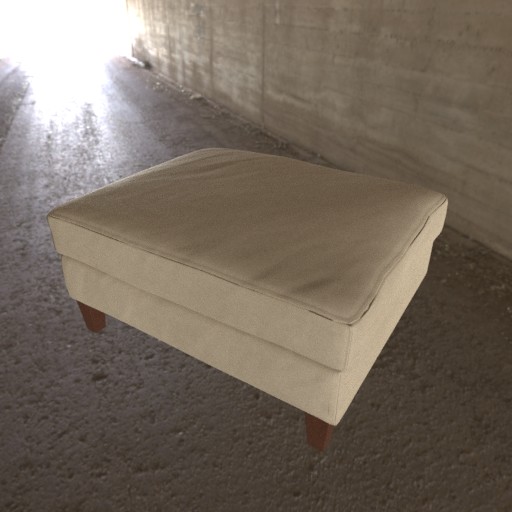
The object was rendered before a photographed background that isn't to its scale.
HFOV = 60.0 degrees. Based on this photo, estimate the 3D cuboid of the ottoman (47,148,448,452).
[{"bbox_3d":[0.000,0.000,1.482,1.002,0.492,0.836,18,34,28],"label":"ottoman"}]
